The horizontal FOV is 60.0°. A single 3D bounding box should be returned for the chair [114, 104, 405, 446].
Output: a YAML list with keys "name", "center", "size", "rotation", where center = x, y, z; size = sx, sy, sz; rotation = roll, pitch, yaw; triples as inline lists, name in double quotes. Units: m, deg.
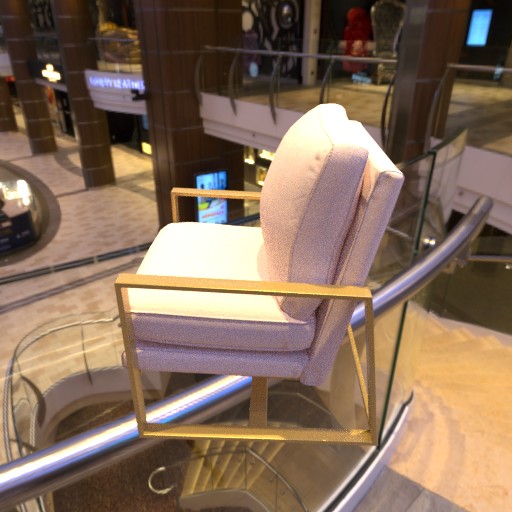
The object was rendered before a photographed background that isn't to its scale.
- name: "chair"
  center: [0.000, 0.000, 1.539]
  size: [0.813, 0.956, 0.758]
  rotation: [1, 28, 2]
